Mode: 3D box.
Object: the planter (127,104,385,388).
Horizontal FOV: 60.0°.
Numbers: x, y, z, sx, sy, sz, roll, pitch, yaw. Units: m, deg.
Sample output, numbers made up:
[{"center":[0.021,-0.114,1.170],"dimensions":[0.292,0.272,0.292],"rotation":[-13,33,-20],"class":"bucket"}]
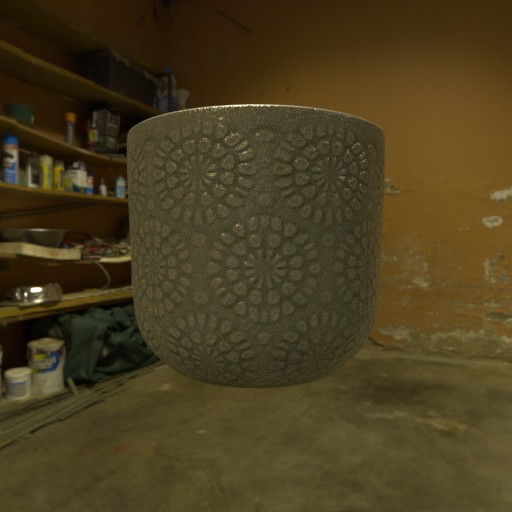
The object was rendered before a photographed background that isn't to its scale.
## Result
[{"center":[0.000,0.000,0.304],"dimensions":[0.169,0.153,0.169],"rotation":[0,1,0],"class":"planter"}]
